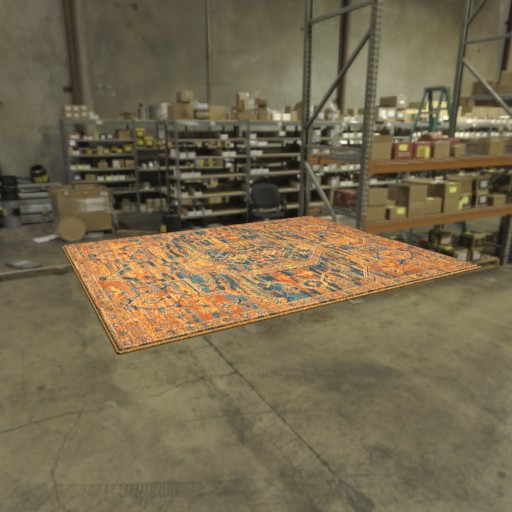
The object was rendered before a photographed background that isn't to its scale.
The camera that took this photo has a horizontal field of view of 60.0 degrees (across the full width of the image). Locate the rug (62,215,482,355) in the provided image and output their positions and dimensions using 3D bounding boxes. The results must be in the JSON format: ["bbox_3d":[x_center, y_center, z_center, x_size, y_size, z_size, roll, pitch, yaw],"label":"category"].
[{"bbox_3d":[0.000,0.000,4.071,3.040,0.031,2.435,-9,19,-28],"label":"rug"}]
